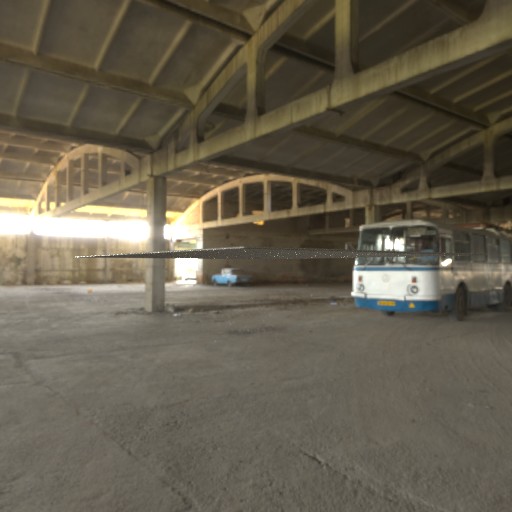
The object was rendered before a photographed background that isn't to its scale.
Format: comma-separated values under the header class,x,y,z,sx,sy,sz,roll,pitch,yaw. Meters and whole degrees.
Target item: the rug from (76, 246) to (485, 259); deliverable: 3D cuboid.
class,x,y,z,sx,sy,sz,roll,pitch,yaw
rug,0.000,0.000,4.134,2.434,0.013,3.057,1,-2,-37
